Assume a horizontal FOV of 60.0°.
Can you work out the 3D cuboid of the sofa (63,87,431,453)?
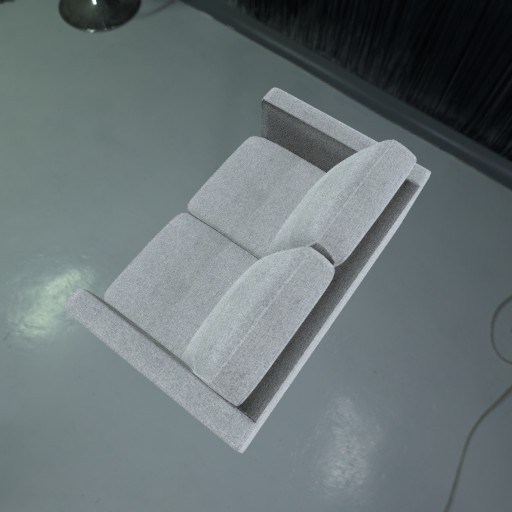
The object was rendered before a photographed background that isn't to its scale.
[{"bbox_3d":[0.000,0.000,2.213,0.969,0.973,1.527,34,70,14],"label":"sofa"}]
